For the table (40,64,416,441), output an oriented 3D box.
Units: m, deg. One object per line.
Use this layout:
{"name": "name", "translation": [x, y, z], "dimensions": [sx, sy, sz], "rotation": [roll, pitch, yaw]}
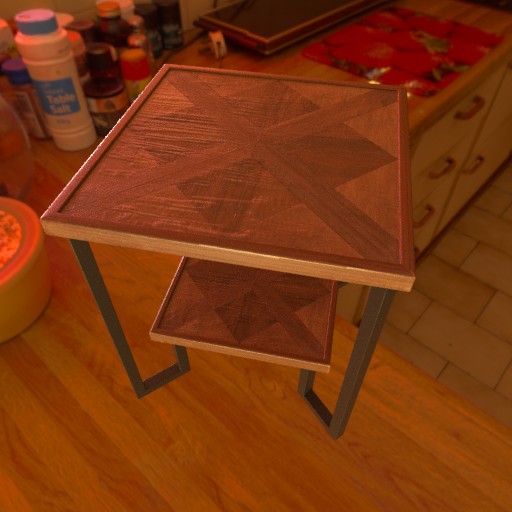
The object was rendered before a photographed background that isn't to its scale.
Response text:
{"name": "table", "translation": [0.000, 0.000, 0.944], "dimensions": [0.503, 0.563, 0.503], "rotation": [9, 48, 8]}
